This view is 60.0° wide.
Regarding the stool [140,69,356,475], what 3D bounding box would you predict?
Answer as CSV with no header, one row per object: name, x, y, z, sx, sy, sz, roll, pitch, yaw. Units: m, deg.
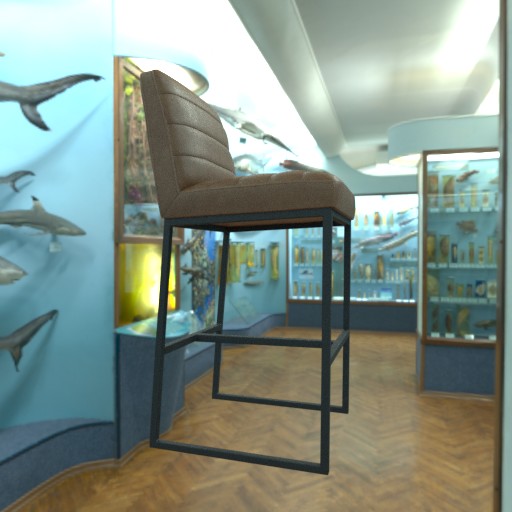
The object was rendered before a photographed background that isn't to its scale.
stool,0.000,0.000,1.337,0.556,1.040,0.458,0,1,18
